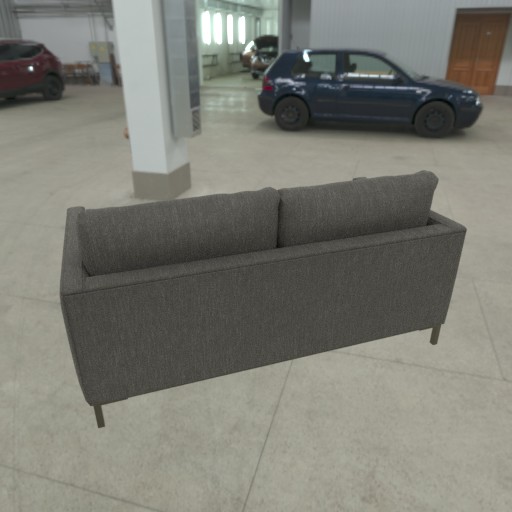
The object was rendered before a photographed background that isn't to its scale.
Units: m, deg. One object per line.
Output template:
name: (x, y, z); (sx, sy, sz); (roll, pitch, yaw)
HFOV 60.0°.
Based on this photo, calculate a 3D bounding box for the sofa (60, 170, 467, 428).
sofa: (0.000, 0.000, 2.132); (1.682, 0.840, 0.875); (-9, 27, -17)
